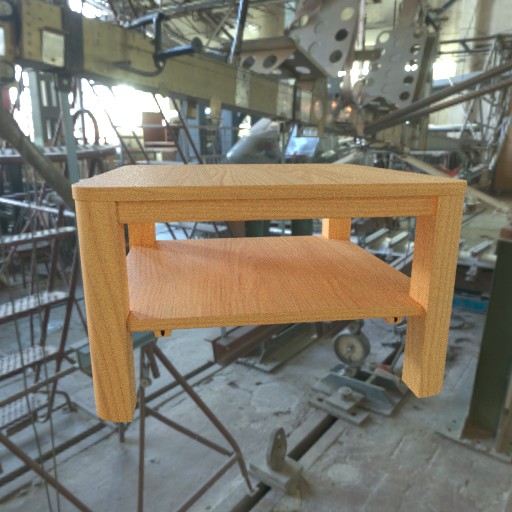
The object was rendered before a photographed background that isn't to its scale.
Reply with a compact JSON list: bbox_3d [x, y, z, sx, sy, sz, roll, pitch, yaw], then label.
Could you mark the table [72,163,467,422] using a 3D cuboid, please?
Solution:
[{"bbox_3d":[0.000,0.000,1.196,0.750,0.450,0.750,-2,15,-8],"label":"table"}]
